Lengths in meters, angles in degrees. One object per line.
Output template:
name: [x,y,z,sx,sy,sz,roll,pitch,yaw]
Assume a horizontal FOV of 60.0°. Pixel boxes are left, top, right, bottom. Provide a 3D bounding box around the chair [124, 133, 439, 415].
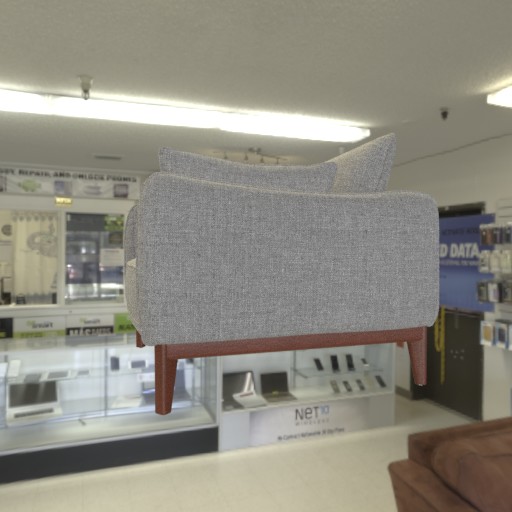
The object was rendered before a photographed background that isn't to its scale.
chair: [0.000,0.000,1.725,0.976,0.839,0.993,0,1,-18]
